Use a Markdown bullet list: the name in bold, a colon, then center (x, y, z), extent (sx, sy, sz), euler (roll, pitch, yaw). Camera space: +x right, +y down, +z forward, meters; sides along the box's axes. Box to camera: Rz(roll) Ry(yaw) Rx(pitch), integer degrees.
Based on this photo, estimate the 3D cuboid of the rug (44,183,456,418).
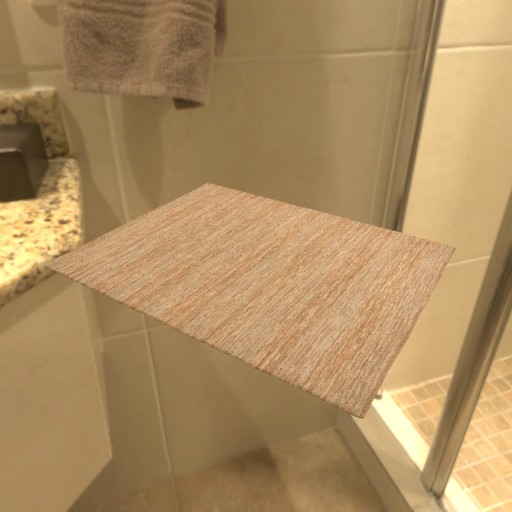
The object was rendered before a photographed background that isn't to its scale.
- **rug**: center (0.000, 0.000, 3.965), extent (2.939, 0.009, 2.313), euler (19, 35, 28)
